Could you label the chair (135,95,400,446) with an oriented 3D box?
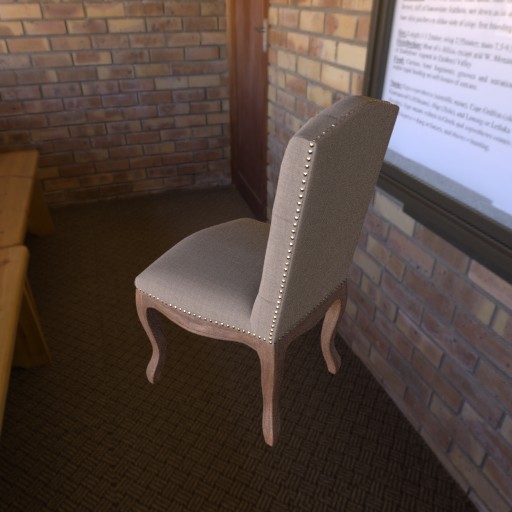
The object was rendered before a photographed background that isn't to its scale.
[{"bbox_3d":[0.000,0.000,1.612,0.731,1.191,0.637,22,37,32],"label":"chair"}]
